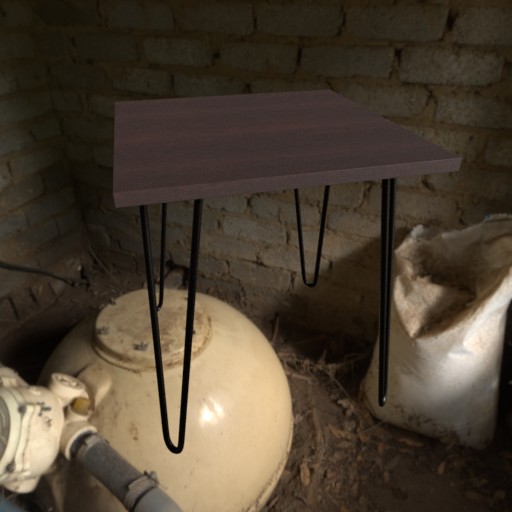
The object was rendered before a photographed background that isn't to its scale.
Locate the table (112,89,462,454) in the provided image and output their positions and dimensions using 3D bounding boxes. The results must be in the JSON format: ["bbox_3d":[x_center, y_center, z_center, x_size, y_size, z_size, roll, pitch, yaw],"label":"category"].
[{"bbox_3d":[0.000,0.000,0.948,0.495,0.559,0.495,-8,33,-13],"label":"table"}]
